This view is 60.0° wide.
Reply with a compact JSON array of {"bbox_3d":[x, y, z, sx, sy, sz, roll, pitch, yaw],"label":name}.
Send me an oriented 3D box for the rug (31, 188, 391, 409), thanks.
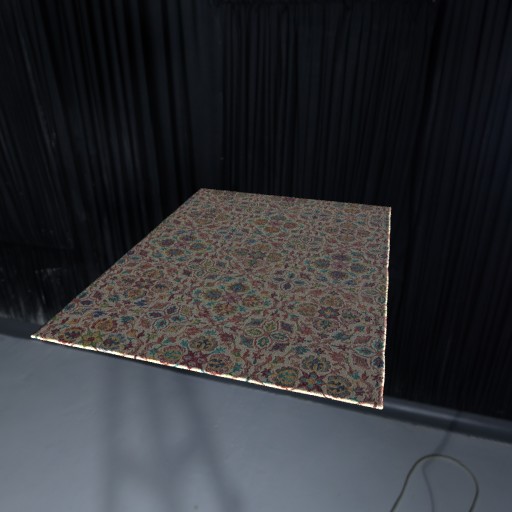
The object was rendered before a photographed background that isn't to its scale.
[{"bbox_3d":[0.000,0.000,4.234,2.446,0.020,3.215,8,29,14],"label":"rug"}]
